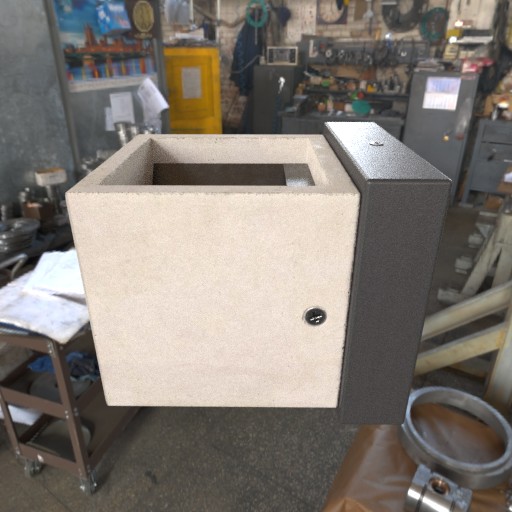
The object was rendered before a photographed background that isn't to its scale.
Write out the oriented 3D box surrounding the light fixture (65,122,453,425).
[{"bbox_3d":[0.000,0.000,0.239,0.143,0.121,0.121,0,26,1],"label":"light fixture"}]
